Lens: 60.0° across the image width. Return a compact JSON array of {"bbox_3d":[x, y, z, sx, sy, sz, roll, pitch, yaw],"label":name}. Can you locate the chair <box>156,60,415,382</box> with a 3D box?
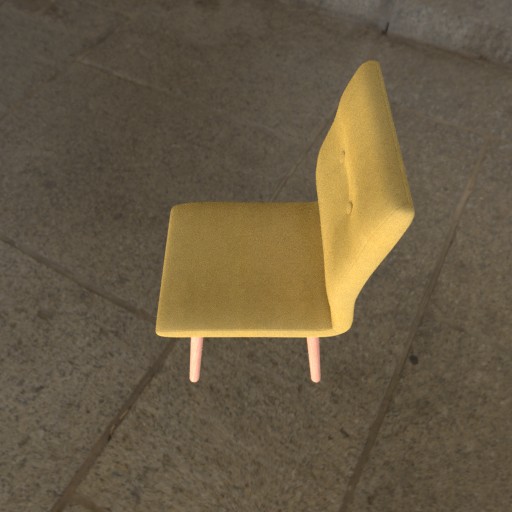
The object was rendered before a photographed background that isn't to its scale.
[{"bbox_3d":[0.000,0.000,1.280,0.550,0.965,0.450,0,58,0],"label":"chair"}]
